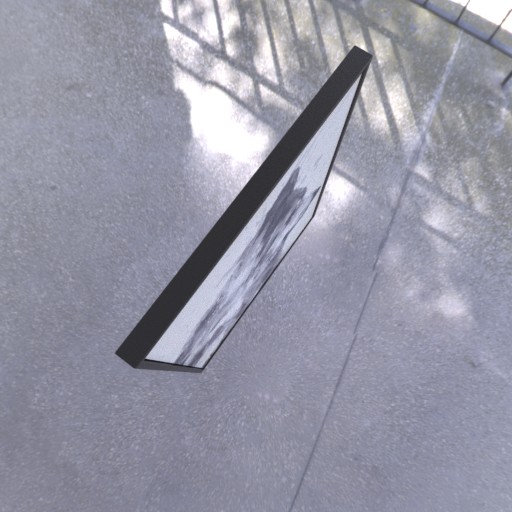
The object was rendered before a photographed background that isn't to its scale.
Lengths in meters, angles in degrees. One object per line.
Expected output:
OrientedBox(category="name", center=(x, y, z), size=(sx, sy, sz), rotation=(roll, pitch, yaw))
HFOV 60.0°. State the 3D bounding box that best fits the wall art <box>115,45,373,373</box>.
OrientedBox(category="wall art", center=(0.000, 0.000, 0.755), size=(0.028, 0.551, 0.451), rotation=(35, 77, 9))
